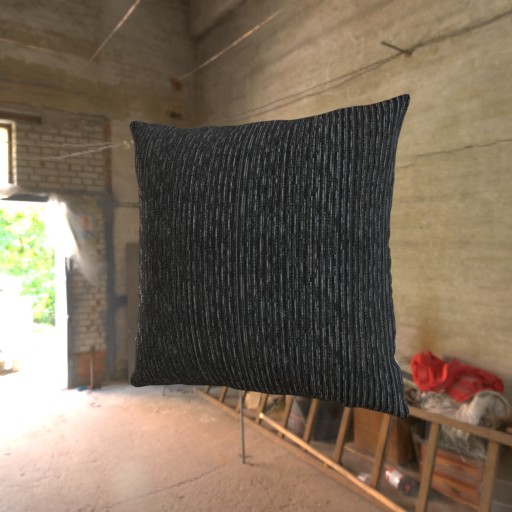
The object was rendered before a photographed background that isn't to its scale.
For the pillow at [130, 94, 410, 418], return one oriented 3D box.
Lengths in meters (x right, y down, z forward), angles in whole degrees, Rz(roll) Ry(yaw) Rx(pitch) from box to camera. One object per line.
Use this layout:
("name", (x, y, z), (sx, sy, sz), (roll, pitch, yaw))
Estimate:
("pillow", (0.000, 0.000, 0.656), (0.433, 0.434, 0.196), (0, 1, 18))
